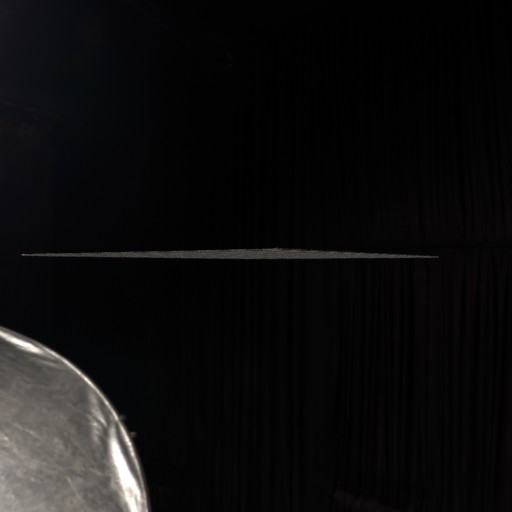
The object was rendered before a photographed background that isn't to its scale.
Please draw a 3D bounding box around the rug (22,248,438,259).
[{"bbox_3d":[0.000,0.000,4.031,2.432,0.013,3.021,-1,-1,36],"label":"rug"}]
